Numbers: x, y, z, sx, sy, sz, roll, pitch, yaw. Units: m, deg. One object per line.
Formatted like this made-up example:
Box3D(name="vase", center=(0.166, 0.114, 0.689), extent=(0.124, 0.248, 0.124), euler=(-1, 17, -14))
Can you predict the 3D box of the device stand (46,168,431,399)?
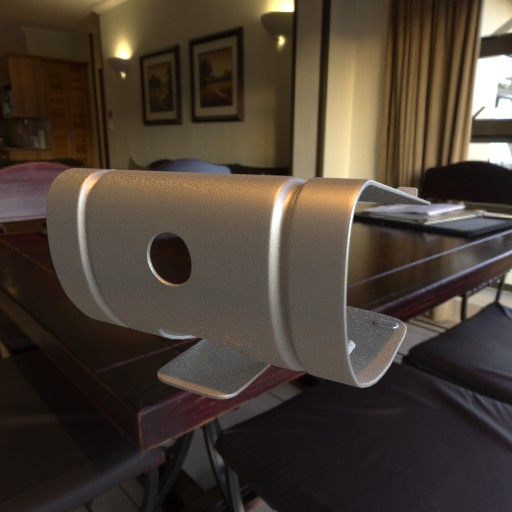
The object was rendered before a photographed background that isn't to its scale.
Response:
Box3D(name="device stand", center=(0.000, 0.000, 0.392), extent=(0.256, 0.155, 0.236), euler=(8, 16, 28))
